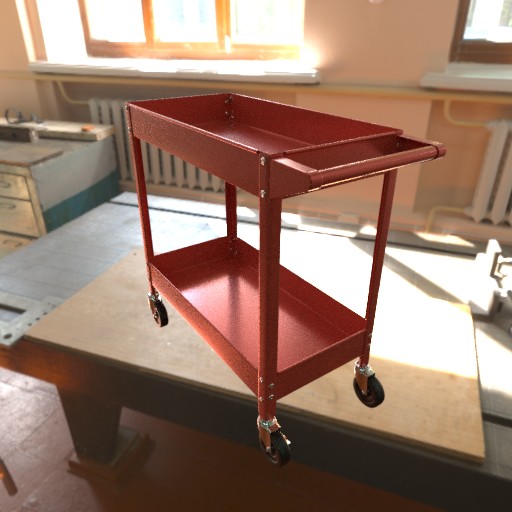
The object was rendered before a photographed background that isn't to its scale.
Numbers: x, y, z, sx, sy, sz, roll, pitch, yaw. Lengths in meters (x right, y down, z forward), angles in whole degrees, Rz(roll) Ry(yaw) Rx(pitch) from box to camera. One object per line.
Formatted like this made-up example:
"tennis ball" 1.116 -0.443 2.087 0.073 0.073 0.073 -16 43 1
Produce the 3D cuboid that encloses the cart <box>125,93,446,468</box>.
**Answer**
"cart" 0.000 0.000 1.180 0.366 0.719 0.779 -18 32 -30
